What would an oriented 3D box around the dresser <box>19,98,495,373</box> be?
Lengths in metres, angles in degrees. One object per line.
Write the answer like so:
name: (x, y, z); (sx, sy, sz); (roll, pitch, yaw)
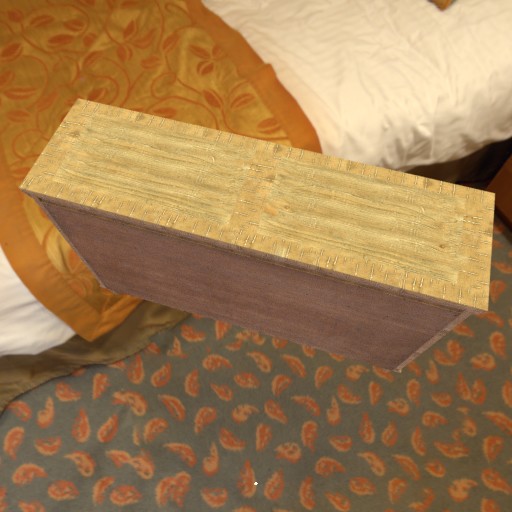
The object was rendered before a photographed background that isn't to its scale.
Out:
dresser: (0.000, 0.000, 2.023); (1.626, 1.016, 0.457); (15, 64, 7)
